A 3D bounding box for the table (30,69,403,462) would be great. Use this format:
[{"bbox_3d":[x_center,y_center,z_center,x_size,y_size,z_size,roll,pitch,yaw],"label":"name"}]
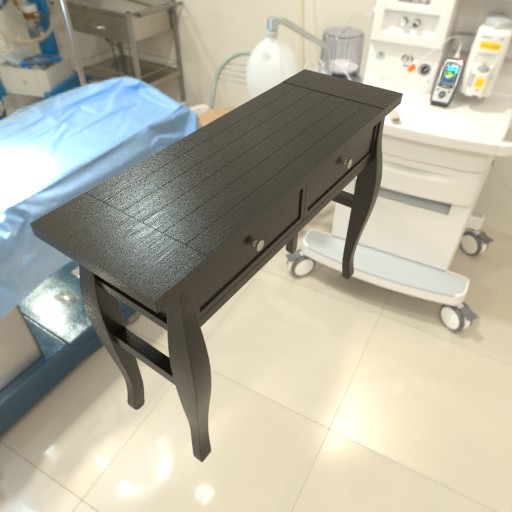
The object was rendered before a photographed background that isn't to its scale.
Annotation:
[{"bbox_3d":[0.000,0.000,1.390,0.373,0.768,1.062,26,48,26],"label":"table"}]
